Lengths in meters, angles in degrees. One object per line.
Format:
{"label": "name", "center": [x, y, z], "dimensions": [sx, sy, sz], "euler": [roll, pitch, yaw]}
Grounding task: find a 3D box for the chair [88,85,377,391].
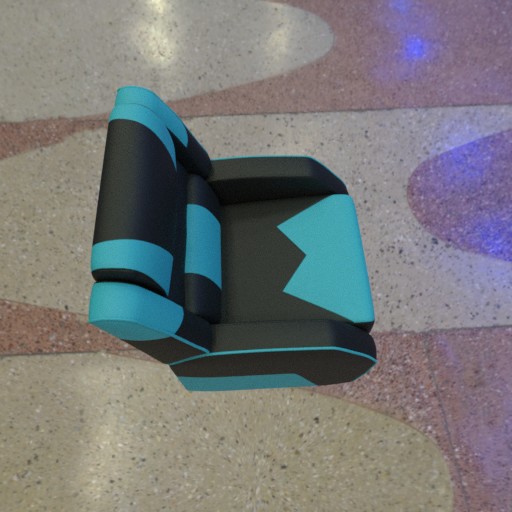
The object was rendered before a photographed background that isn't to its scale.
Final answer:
{"label": "chair", "center": [0.000, 0.000, 1.286], "dimensions": [0.672, 0.805, 0.620], "euler": [-3, 63, -1]}
